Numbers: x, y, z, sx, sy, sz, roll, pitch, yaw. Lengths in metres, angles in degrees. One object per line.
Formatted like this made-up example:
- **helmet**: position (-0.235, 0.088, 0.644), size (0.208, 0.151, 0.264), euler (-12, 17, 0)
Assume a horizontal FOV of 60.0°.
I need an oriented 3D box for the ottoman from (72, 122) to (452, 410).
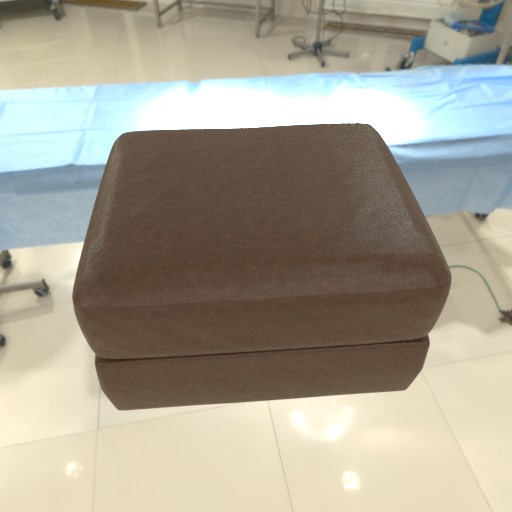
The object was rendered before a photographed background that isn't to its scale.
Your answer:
- **ottoman**: position (0.000, 0.000, 1.129), size (0.751, 0.476, 0.603), euler (-3, 46, -3)
